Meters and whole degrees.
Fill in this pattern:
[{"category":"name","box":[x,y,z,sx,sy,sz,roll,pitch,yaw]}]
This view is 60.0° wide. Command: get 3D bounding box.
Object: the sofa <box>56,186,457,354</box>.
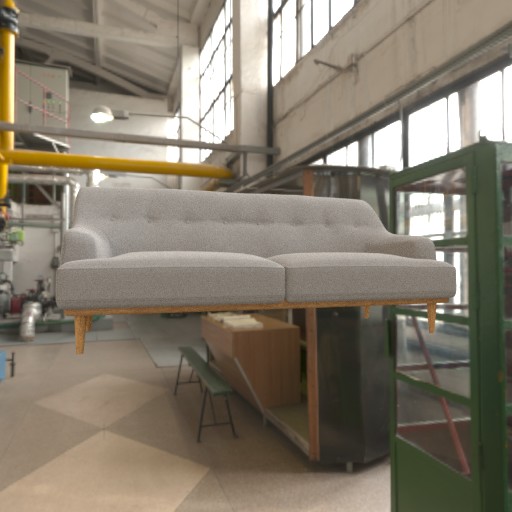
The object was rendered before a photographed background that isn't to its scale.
[{"category":"sofa","box":[0.000,0.000,2.586,2.057,0.871,0.978,0,-1,-18]}]
